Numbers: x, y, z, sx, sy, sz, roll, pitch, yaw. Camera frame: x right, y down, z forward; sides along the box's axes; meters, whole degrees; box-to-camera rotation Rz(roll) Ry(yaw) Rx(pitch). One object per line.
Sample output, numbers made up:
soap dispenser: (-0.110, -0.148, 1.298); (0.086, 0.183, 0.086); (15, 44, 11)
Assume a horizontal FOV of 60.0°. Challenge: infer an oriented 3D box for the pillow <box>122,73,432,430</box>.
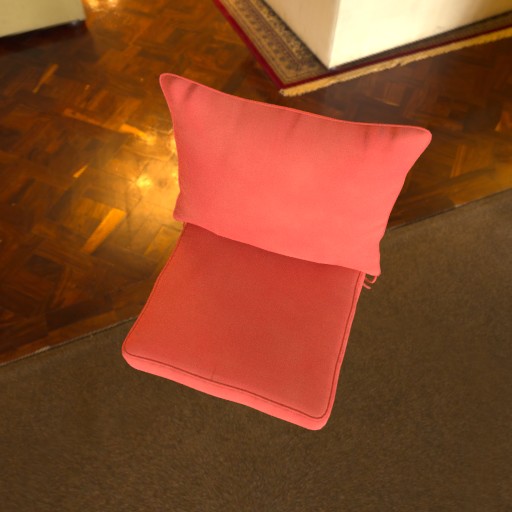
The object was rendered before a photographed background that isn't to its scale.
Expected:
pillow: (0.000, 0.000, 1.348); (0.798, 0.725, 0.733); (16, 59, 10)
